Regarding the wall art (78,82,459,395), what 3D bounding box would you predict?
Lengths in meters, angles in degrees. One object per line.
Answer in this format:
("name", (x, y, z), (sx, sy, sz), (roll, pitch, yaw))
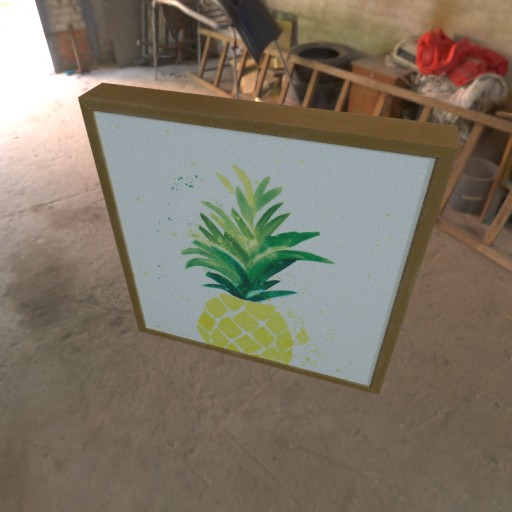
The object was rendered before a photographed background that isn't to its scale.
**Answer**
("wall art", (0.000, 0.000, 0.453), (0.306, 0.305, 0.038), (12, 42, 13))
